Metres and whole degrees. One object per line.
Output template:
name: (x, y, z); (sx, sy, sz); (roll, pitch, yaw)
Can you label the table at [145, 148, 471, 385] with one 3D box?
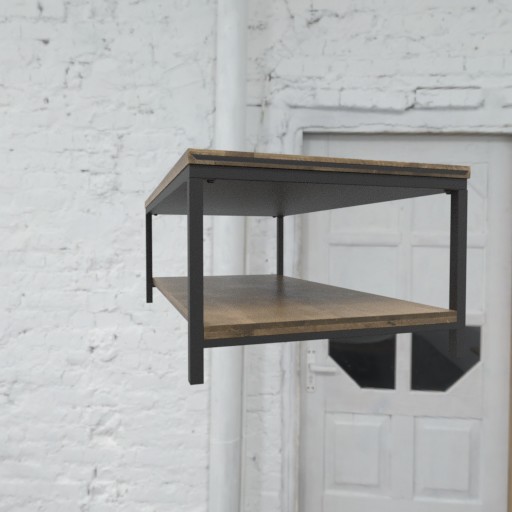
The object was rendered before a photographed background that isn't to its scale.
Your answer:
table: (0.000, 0.000, 1.323); (0.574, 0.393, 1.062); (-1, 2, -18)
